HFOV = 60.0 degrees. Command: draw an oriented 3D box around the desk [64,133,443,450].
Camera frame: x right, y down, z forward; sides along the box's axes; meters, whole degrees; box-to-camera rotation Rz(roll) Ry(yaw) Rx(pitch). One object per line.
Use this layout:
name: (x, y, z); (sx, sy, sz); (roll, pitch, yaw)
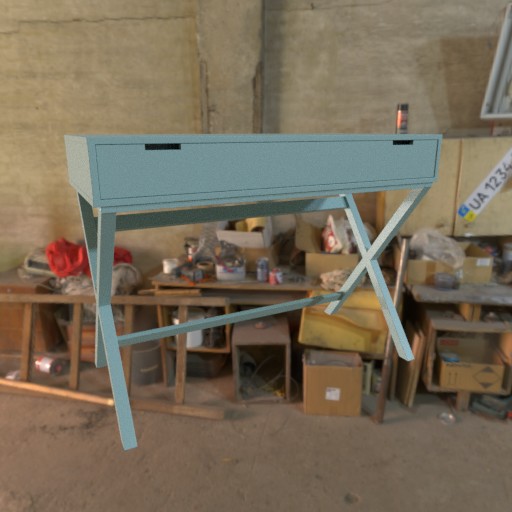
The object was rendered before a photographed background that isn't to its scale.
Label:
desk: (0.000, 0.000, 1.477); (1.059, 0.780, 0.509); (-8, 18, -26)
